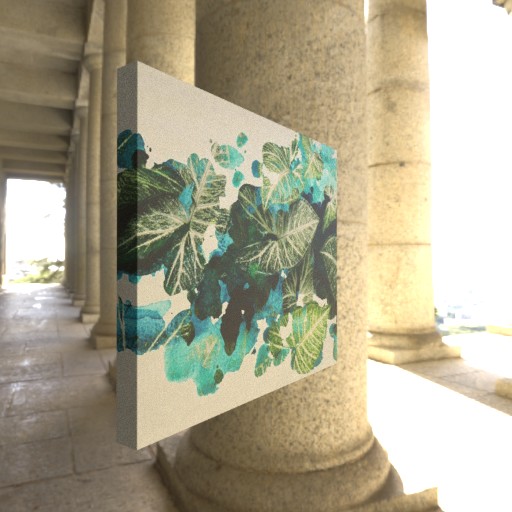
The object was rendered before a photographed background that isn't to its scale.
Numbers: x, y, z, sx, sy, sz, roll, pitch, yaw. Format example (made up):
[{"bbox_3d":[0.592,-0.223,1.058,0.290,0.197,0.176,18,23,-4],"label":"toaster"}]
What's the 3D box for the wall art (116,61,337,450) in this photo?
[{"bbox_3d":[0.000,0.000,0.711,0.041,0.435,0.507,0,0,36],"label":"wall art"}]
